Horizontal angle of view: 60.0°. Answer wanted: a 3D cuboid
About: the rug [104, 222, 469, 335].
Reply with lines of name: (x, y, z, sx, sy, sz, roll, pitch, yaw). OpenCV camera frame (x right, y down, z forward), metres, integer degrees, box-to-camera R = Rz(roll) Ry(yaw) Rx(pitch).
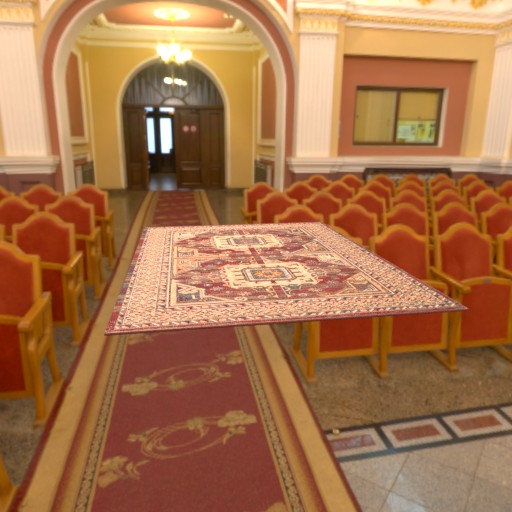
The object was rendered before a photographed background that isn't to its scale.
rug: (0.000, 0.000, 2.948, 1.599, 0.011, 2.210, -2, 15, -9)
